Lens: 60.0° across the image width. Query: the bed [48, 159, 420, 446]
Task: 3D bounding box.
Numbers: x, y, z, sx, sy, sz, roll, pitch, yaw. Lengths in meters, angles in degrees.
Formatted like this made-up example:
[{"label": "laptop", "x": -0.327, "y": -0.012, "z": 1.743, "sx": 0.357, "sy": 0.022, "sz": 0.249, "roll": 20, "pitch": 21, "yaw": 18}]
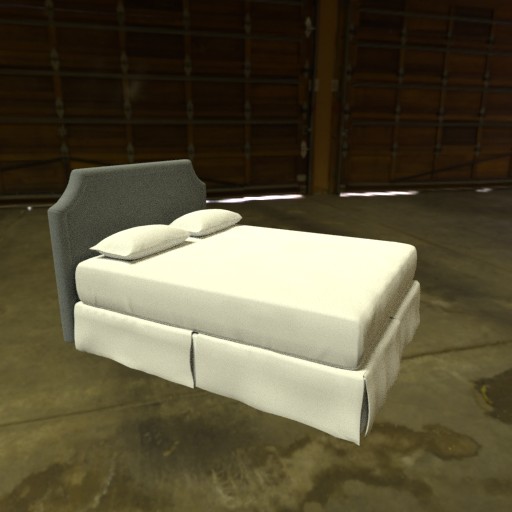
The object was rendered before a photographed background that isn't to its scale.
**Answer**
[{"label": "bed", "x": 0.000, "y": 0.000, "z": 3.345, "sx": 2.259, "sy": 1.296, "sz": 1.811, "roll": 8, "pitch": 18, "yaw": 27}]
